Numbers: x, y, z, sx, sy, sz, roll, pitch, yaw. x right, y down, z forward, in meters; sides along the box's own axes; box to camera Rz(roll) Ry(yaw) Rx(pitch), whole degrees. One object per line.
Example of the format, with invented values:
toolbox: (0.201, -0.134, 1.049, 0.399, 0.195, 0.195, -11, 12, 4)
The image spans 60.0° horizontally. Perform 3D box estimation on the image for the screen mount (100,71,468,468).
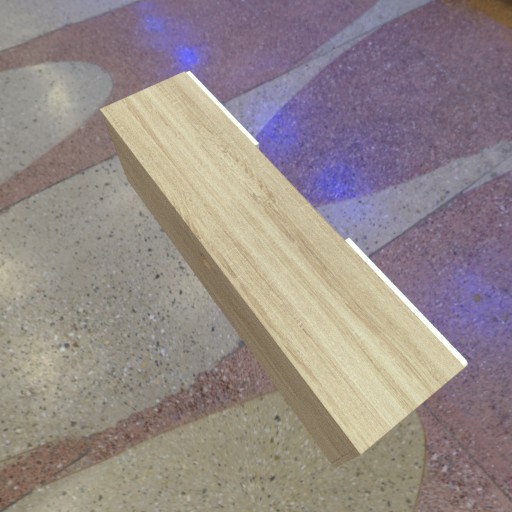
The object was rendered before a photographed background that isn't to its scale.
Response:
screen mount: (0.000, 0.000, 1.716, 0.420, 0.570, 1.500, -32, 65, -17)
